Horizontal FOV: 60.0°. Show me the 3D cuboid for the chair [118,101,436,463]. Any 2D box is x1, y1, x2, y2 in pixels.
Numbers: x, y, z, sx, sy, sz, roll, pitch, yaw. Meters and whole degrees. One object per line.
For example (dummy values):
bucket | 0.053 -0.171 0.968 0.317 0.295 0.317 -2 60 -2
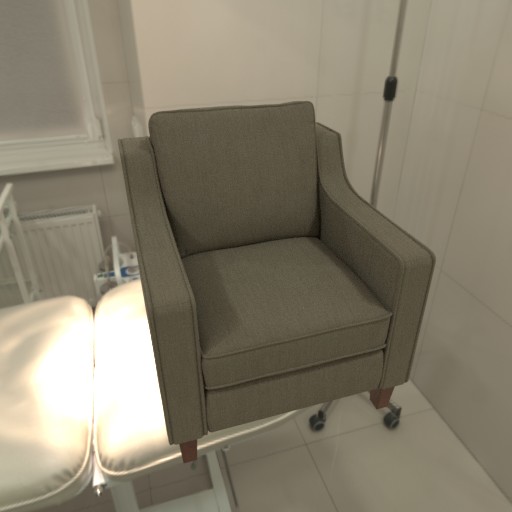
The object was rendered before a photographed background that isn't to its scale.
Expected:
chair | 0.000 0.000 1.615 0.831 0.960 0.909 -9 32 -15
